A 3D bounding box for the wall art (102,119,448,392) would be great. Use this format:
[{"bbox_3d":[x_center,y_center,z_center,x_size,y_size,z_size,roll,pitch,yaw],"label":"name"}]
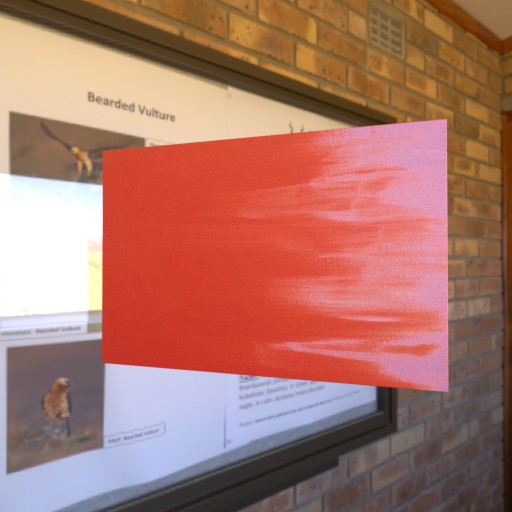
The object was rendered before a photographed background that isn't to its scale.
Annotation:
[{"bbox_3d":[0.000,0.000,0.765,0.607,0.405,0.033,0,-1,18],"label":"wall art"}]
